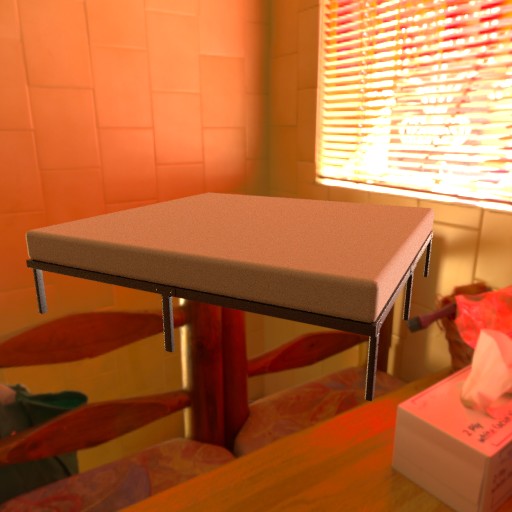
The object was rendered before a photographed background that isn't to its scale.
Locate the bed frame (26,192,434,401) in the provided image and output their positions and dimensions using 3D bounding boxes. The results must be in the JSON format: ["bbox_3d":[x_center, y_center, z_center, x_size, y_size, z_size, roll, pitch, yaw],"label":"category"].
[{"bbox_3d":[0.000,0.000,3.883,2.635,0.680,2.526,8,17,26],"label":"bed frame"}]
